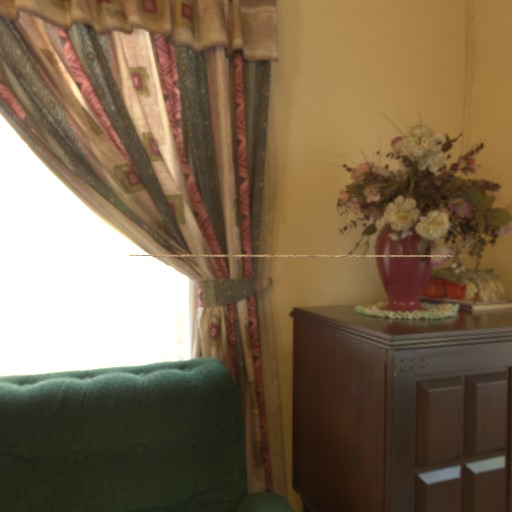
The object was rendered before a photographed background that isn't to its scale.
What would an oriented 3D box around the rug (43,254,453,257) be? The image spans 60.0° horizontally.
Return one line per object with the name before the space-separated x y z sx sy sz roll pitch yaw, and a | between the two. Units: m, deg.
rug | 0.000 0.000 2.093 1.652 0.006 1.035 0 0 -37
